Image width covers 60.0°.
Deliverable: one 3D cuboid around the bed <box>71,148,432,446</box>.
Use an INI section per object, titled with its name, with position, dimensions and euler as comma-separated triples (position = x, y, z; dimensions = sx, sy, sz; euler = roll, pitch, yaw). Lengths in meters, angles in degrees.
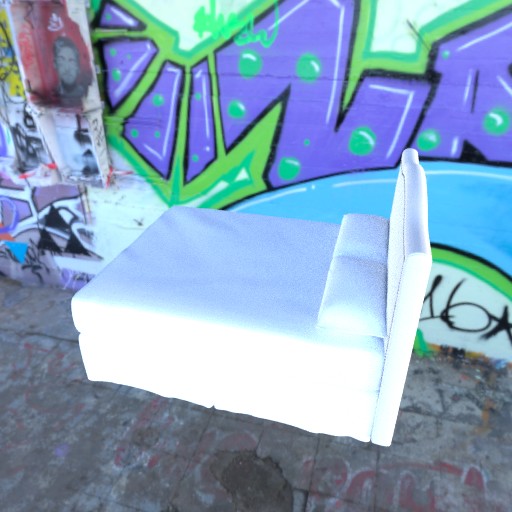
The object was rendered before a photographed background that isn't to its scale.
[bed]
position = 0.000, 0.000, 3.263
dimensions = 2.143, 1.460, 1.753
euler = 8, 31, 13
